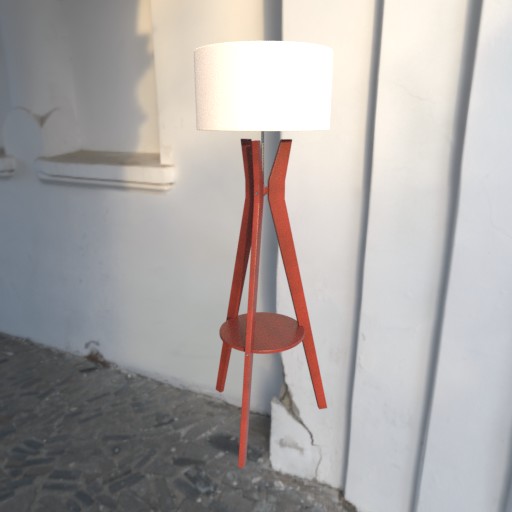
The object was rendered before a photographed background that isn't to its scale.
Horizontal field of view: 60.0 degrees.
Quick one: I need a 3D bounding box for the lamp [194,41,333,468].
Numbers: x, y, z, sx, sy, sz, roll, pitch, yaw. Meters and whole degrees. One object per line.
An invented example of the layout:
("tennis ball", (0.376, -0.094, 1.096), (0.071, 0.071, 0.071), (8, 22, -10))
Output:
("lamp", (0.000, 0.000, 1.758), (0.539, 1.472, 0.542), (-16, 23, -42))
